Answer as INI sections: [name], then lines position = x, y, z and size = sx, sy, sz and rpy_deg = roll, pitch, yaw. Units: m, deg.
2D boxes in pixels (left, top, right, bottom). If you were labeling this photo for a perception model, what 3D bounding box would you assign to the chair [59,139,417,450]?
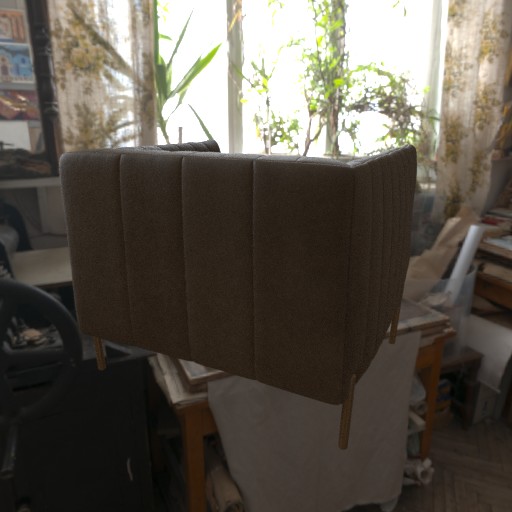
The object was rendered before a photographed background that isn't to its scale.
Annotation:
[chair]
position = 0.000, 0.000, 1.596
size = 0.981, 0.779, 0.876
rpy_deg = 9, 19, 25
